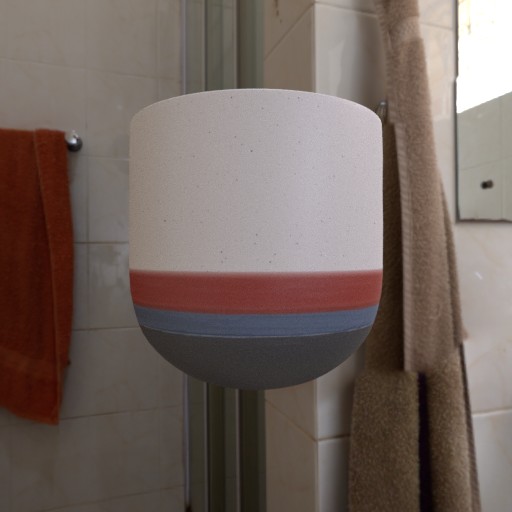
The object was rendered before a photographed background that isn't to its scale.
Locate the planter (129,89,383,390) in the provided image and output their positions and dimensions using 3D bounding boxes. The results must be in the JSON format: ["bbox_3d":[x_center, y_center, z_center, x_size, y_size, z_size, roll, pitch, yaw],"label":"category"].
[{"bbox_3d":[0.000,0.000,0.487,0.268,0.270,0.268,0,0,0],"label":"planter"}]
